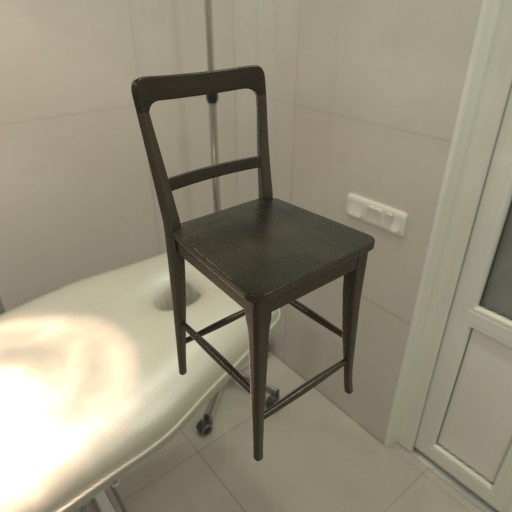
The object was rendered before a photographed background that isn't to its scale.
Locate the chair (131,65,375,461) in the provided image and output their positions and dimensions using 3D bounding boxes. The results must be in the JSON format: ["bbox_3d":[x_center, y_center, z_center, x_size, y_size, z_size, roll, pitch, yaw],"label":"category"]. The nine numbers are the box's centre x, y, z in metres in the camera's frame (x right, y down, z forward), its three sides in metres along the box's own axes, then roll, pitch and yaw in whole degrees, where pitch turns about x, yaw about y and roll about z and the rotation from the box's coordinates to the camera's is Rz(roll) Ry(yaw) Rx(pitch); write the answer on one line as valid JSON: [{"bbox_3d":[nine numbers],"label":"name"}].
[{"bbox_3d":[0.000,0.000,1.335,0.450,0.991,0.546,-22,37,-33],"label":"chair"}]
